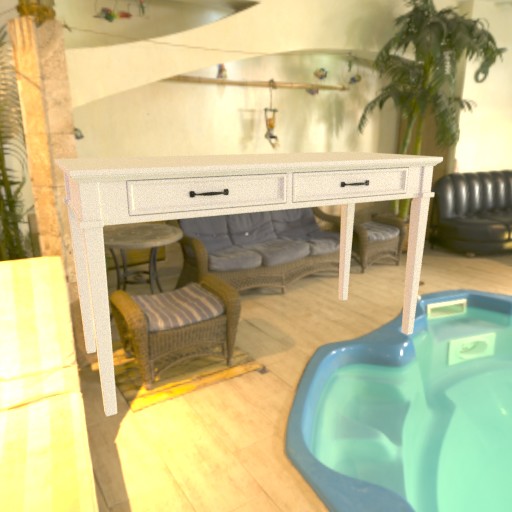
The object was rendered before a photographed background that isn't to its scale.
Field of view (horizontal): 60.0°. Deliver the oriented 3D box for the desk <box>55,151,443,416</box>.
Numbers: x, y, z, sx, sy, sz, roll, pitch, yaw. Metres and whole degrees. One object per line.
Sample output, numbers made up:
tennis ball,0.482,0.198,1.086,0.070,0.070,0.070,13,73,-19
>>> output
desk,0.000,0.000,1.790,1.372,0.774,0.559,-8,18,-26
